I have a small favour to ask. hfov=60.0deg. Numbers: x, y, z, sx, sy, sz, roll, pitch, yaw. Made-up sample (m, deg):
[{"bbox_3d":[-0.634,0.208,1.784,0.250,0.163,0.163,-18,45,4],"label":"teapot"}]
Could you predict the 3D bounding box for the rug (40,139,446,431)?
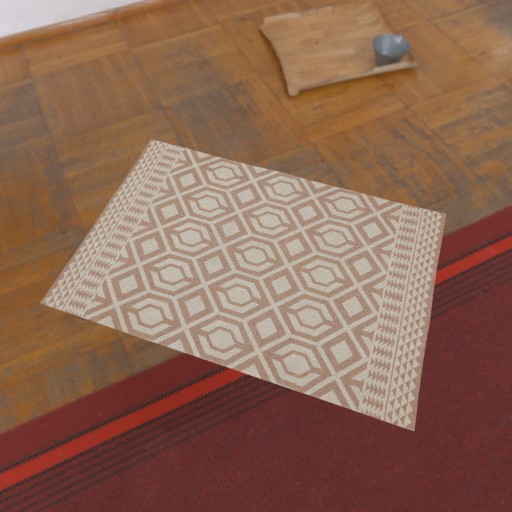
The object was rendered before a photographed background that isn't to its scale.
[{"bbox_3d":[0.000,0.000,2.334,1.829,0.008,1.219,16,59,10],"label":"rug"}]
